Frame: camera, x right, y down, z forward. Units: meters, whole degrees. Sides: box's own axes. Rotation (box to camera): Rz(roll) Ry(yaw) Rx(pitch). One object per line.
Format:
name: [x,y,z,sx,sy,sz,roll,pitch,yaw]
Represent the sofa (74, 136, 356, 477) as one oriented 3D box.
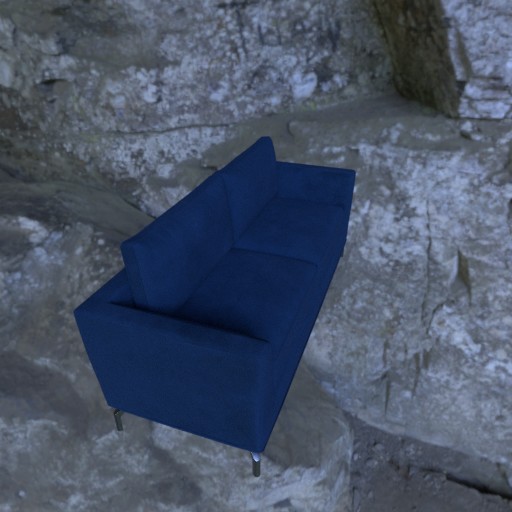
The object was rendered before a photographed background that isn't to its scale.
sofa: [0.000,0.000,2.743,0.853,0.998,2.212,10,32,17]
